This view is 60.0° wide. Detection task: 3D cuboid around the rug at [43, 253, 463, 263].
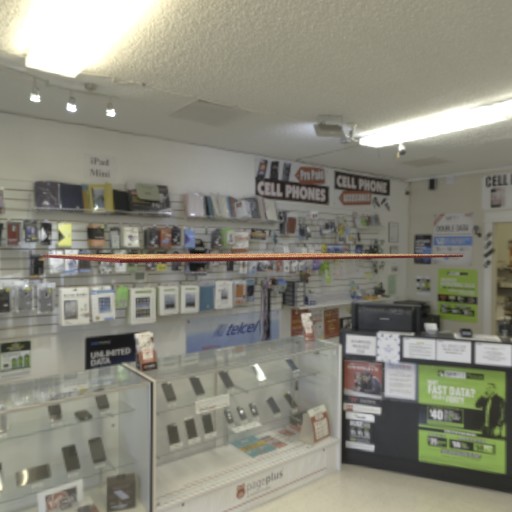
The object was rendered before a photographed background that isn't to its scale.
[{"bbox_3d":[0.000,0.000,2.276,1.802,0.013,1.194,-1,1,-35],"label":"rug"}]
